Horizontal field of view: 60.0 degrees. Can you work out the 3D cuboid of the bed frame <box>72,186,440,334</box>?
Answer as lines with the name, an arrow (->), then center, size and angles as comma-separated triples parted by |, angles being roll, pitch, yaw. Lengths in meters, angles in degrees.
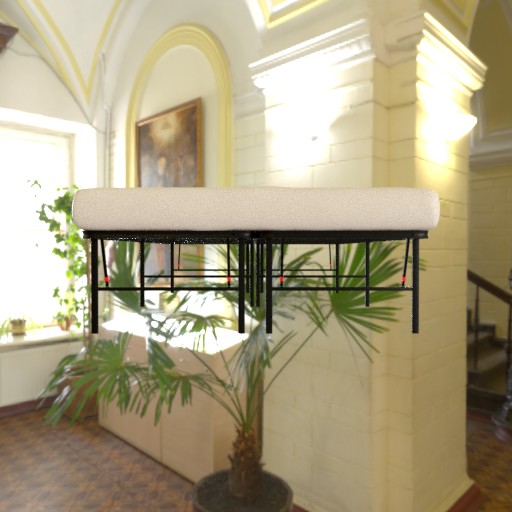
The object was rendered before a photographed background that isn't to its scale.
bed frame -> 0.000, 0.000, 2.913 | 1.584, 0.667, 2.151 | 0, 1, 0
